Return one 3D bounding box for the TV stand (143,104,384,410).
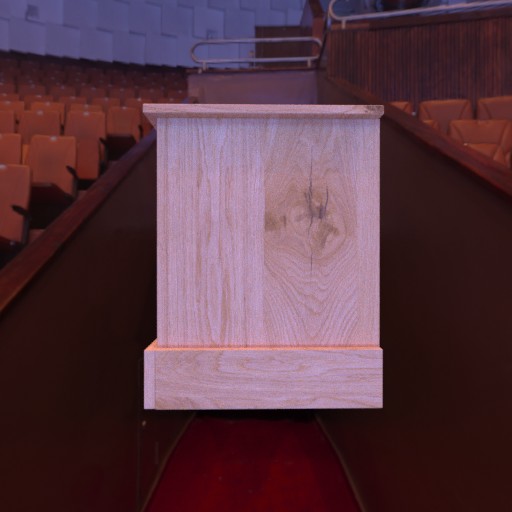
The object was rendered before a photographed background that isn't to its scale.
[{"bbox_3d":[0.000,0.000,1.336,0.440,0.550,1.080,0,0,-1],"label":"TV stand"}]
